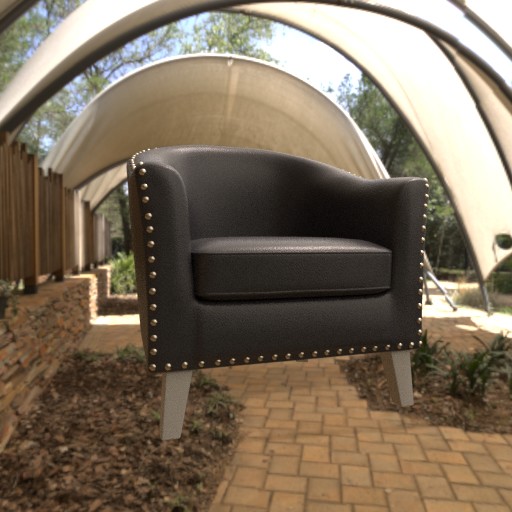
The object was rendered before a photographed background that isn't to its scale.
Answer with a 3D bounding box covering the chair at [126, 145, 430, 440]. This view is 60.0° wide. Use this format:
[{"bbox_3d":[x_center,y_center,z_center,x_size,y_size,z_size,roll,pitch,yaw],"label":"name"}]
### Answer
[{"bbox_3d":[0.000,0.000,1.420,0.794,0.823,0.748,-1,2,-19],"label":"chair"}]
